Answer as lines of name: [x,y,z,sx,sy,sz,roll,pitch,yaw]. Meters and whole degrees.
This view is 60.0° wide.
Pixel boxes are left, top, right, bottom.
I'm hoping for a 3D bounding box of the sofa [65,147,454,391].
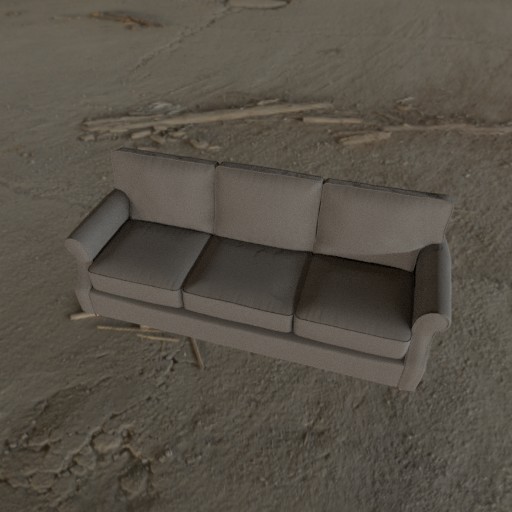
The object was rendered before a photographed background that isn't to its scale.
sofa: [0.000,0.000,2.876,2.353,0.948,0.966,11,42,12]
